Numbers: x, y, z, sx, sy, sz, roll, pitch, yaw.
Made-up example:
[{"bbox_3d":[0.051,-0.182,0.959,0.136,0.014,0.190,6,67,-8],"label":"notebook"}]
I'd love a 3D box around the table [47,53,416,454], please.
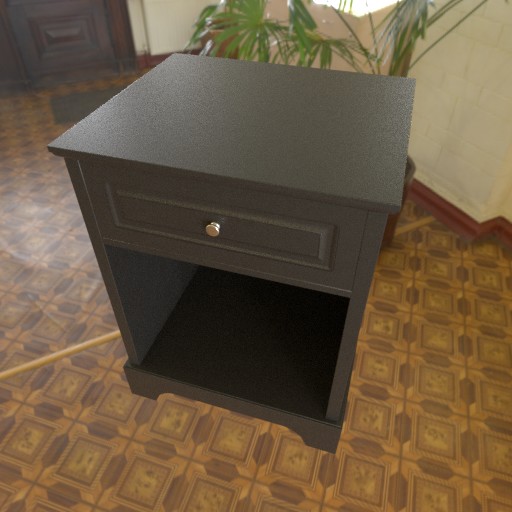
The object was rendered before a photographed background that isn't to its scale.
[{"bbox_3d":[0.000,0.000,0.882,0.460,0.610,0.399,12,43,13],"label":"table"}]
